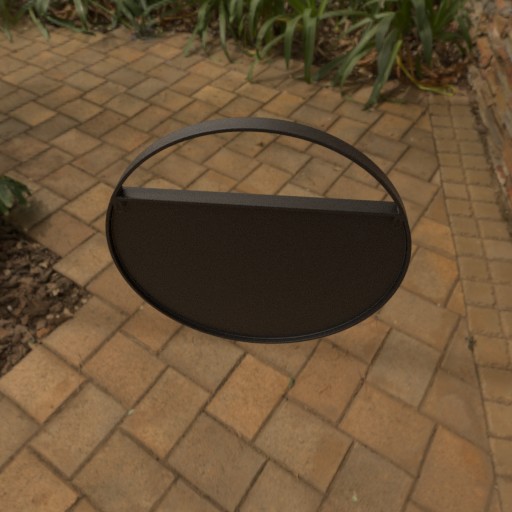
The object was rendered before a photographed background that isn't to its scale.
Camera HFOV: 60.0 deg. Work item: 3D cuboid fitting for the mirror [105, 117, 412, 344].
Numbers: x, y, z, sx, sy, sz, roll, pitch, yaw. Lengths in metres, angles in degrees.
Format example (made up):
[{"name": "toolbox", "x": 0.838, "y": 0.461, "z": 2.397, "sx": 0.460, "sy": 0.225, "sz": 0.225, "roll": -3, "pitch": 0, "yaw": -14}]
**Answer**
[{"name": "mirror", "x": 0.000, "y": 0.000, "z": 0.851, "sx": 0.565, "sy": 0.565, "sz": 0.032, "roll": 4, "pitch": 47, "yaw": 4}]
